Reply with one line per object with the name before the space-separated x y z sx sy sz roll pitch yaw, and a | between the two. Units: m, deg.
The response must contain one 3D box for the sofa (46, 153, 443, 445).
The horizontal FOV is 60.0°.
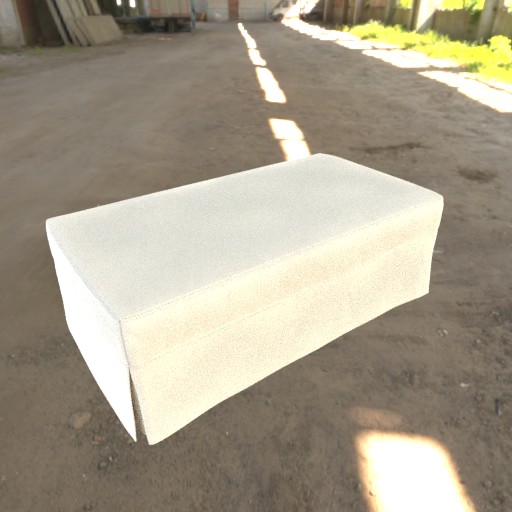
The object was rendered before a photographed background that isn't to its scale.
sofa | 0.000 0.000 2.119 1.677 0.552 0.939 -20 36 -31
